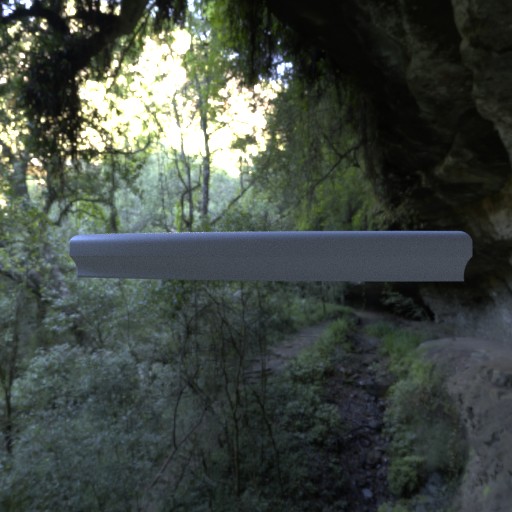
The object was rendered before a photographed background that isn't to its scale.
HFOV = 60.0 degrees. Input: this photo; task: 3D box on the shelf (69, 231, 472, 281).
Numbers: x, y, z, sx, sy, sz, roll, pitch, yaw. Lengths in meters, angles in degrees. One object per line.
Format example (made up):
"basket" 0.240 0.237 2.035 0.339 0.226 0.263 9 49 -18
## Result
"shelf" 0.000 0.000 0.475 0.310 0.050 0.310 0 0 -35
